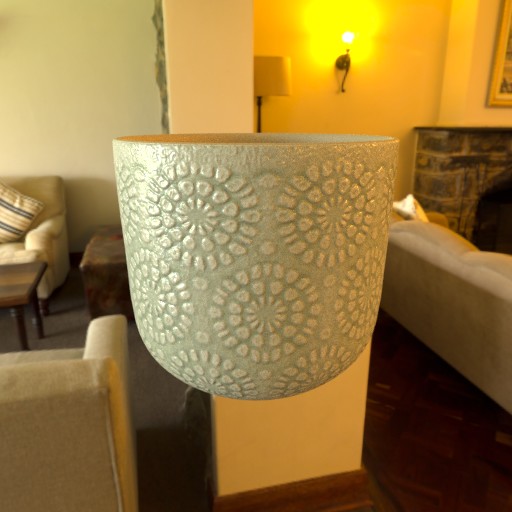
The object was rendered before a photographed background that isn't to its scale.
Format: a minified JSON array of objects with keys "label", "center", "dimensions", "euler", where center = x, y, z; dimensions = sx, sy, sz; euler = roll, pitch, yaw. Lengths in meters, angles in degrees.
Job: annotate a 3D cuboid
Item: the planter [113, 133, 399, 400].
[{"label":"planter","center":[0.000,0.000,0.295],"dimensions":[0.169,0.153,0.169],"euler":[0,17,0]}]
